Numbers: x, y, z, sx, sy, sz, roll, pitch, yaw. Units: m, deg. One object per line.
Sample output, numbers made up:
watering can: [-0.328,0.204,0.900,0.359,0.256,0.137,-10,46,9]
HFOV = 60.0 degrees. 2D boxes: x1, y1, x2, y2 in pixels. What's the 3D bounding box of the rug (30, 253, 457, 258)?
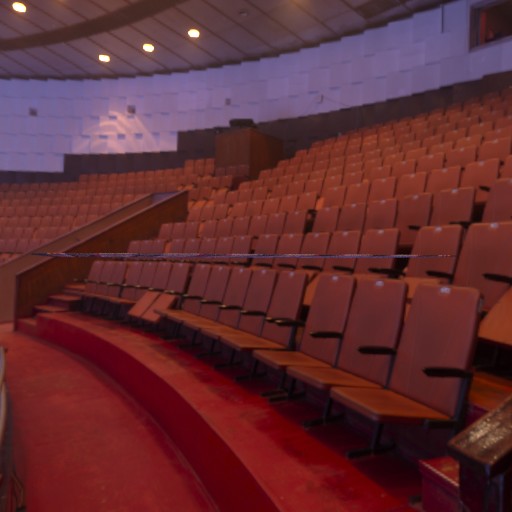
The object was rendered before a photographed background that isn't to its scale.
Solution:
rug: [0.000,0.000,2.778,2.440,0.009,0.760,0,-1,-19]
